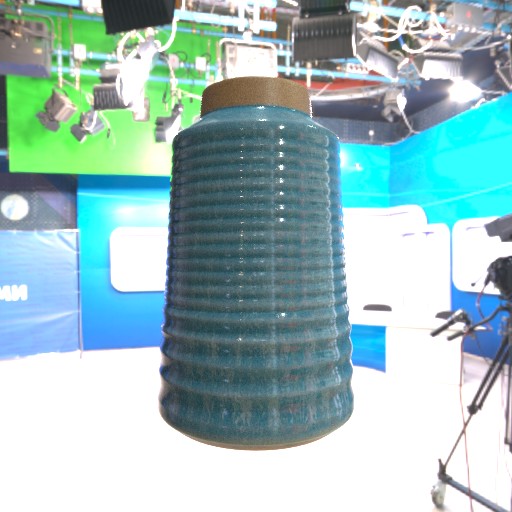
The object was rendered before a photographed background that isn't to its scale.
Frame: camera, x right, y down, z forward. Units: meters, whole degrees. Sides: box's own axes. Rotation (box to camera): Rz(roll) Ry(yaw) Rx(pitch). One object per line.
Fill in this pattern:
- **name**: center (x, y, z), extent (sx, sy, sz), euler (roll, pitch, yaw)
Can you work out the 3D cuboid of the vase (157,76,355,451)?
- **vase**: center (0.000, 0.000, 0.372), extent (0.163, 0.267, 0.163), euler (0, 1, 0)
